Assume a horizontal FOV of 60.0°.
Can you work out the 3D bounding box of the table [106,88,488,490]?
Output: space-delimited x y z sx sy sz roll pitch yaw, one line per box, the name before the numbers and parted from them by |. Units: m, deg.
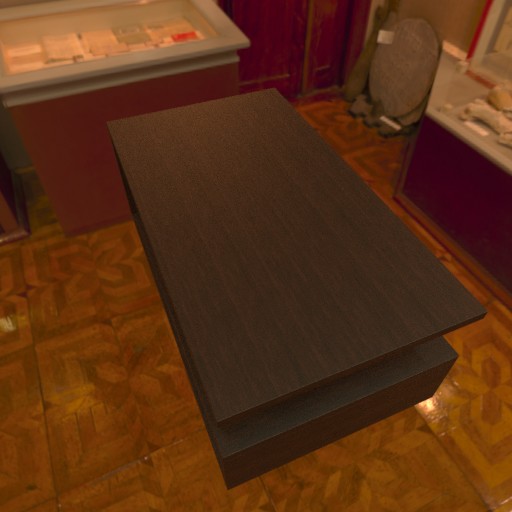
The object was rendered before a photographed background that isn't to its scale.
table | 0.000 0.000 1.326 0.590 0.460 1.050 -17 49 -15
